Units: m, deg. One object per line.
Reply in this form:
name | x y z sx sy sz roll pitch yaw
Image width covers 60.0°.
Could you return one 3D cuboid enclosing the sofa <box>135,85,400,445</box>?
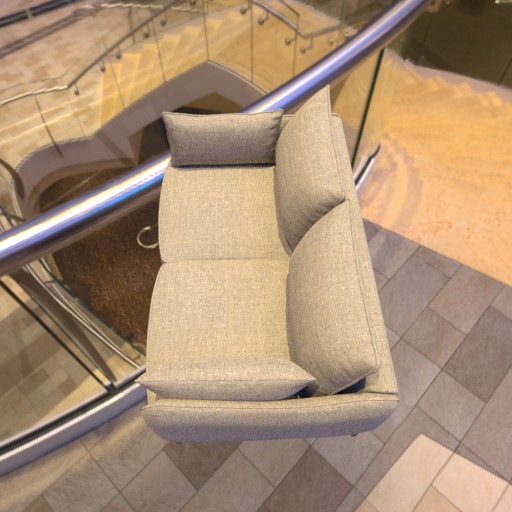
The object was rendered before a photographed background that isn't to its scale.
sofa | 0.000 0.000 2.092 0.972 0.851 1.580 -2 58 -1
